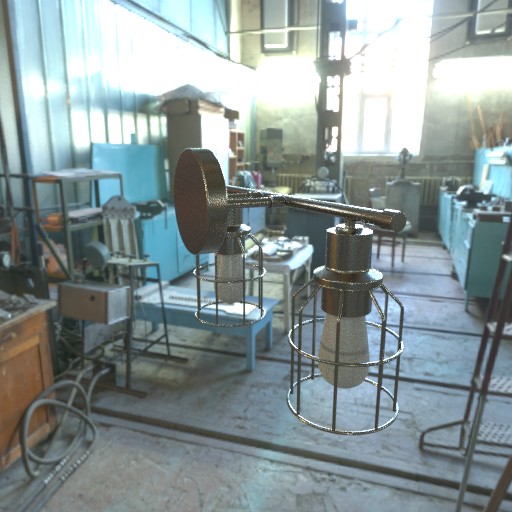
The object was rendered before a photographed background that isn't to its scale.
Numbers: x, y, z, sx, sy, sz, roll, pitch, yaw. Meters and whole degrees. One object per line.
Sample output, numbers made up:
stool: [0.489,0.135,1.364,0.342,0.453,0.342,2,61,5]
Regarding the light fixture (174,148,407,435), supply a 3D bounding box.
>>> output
light fixture: [0.000,0.000,0.539,0.165,0.254,0.406,-7,15,-26]
